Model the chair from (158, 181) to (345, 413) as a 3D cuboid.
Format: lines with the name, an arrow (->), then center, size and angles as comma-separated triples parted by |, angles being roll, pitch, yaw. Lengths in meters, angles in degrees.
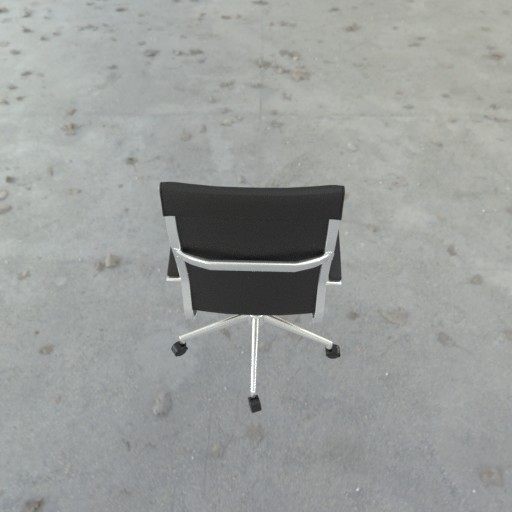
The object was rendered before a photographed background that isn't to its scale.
chair -> 0.000, 0.000, 1.665 | 0.766, 1.149, 0.739 | 1, 47, 1
